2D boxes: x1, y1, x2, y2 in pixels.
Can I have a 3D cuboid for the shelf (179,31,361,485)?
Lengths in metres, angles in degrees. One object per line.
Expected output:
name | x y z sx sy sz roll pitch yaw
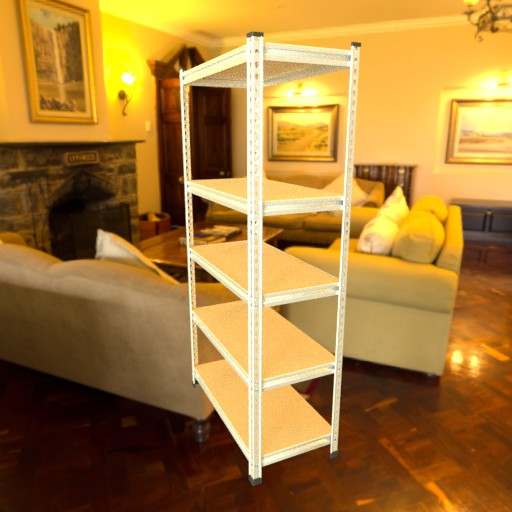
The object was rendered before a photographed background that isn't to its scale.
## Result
shelf | 0.000 0.000 2.208 0.457 1.829 0.914 -7 17 -24
